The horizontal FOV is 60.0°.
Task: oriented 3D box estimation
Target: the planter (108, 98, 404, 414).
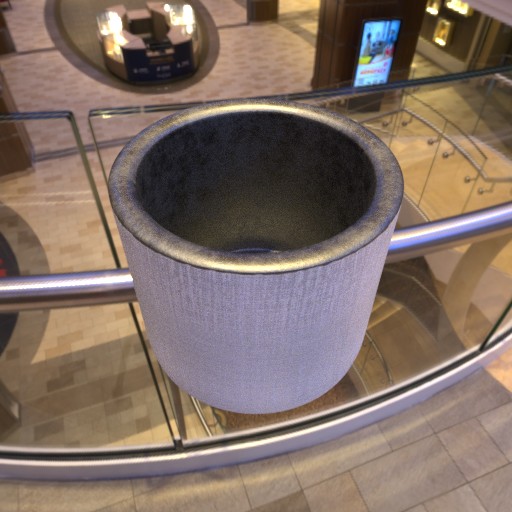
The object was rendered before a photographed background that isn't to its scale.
[{"bbox_3d":[0.000,0.000,0.228,0.125,0.112,0.125,0,46,0],"label":"planter"}]
